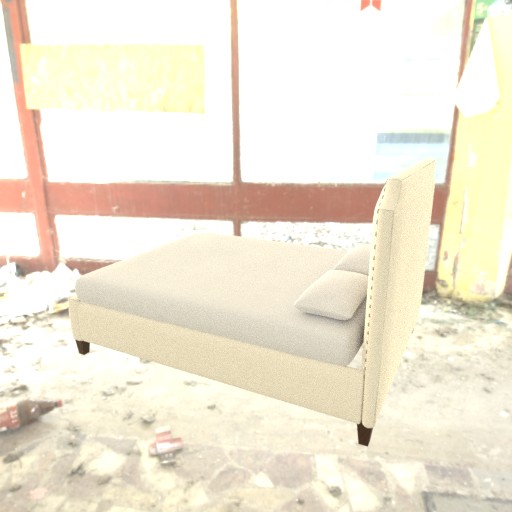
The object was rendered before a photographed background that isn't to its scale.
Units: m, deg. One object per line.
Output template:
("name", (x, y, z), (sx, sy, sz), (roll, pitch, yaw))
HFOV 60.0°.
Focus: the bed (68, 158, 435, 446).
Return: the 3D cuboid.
("bed", (0.000, 0.000, 3.469), (2.372, 1.497, 1.712), (9, 19, 26))
